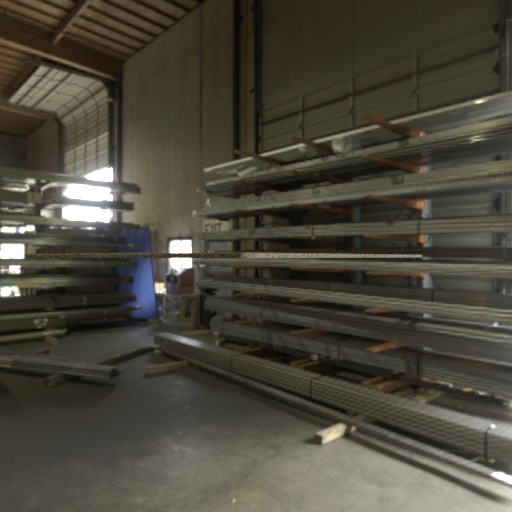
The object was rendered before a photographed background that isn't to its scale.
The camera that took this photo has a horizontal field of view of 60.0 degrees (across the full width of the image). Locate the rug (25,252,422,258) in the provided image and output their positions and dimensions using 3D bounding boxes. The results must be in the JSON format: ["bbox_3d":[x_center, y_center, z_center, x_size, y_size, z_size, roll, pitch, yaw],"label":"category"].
[{"bbox_3d":[0.000,0.000,3.450,1.801,0.024,2.700,0,0,36],"label":"rug"}]
